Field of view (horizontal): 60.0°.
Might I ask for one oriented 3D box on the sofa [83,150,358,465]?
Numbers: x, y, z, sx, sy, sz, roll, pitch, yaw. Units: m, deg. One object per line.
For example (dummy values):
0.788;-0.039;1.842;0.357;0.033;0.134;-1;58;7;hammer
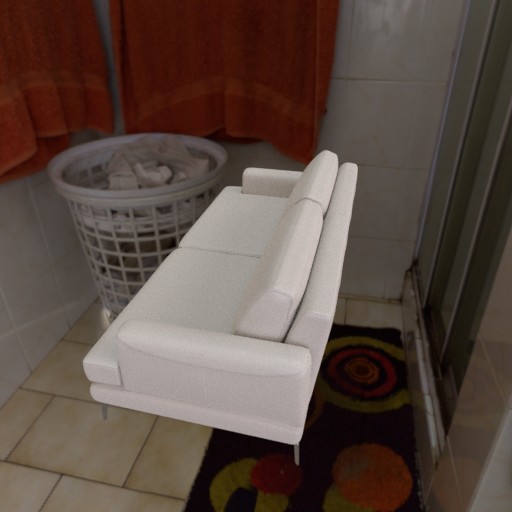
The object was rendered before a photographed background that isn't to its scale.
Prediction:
0.000;0.000;2.468;0.974;0.765;1.940;7;32;12;sofa
